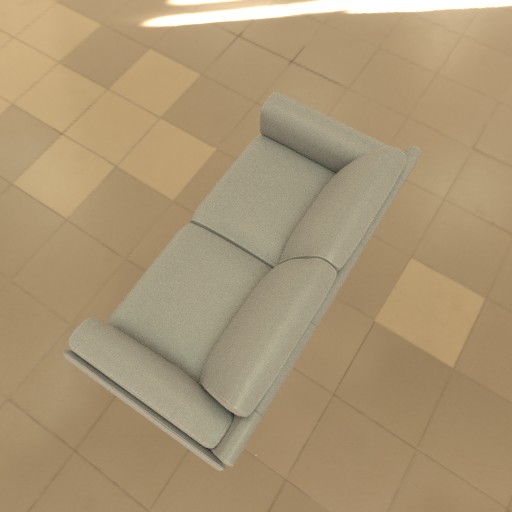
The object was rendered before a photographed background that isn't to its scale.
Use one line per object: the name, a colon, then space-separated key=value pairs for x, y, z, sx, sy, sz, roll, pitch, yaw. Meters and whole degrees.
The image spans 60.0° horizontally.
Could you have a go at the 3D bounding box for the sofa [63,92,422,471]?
sofa: x=0.000 y=0.000 z=2.612 sx=1.049 sy=0.930 sz=2.101 roll=31 pitch=69 yaw=13
